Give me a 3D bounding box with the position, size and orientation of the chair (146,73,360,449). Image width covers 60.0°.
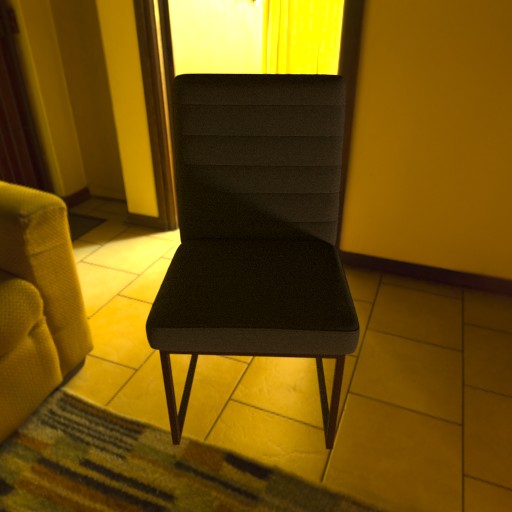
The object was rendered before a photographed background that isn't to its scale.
[{"bbox_3d":[0.000,0.000,1.303,0.520,0.930,0.634,1,30,2],"label":"chair"}]
